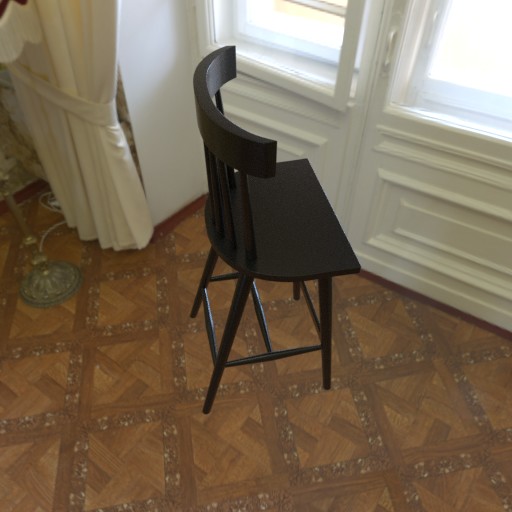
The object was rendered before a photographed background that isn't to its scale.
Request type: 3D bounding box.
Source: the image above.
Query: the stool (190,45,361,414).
[{"bbox_3d":[0.000,0.000,1.367,0.483,1.092,0.482,-9,48,-8],"label":"stool"}]
